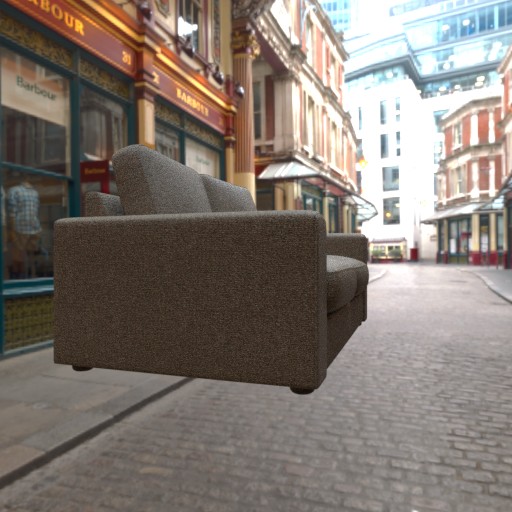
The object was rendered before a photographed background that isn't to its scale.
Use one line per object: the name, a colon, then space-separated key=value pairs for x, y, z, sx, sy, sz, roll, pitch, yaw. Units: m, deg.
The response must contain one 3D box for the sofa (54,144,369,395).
sofa: x=0.000 y=0.000 z=2.207 sx=1.016 sy=0.873 sz=1.616 roll=0 pitch=0 yaw=19
